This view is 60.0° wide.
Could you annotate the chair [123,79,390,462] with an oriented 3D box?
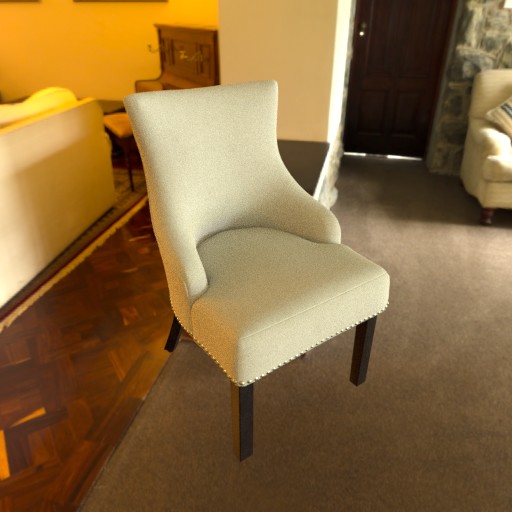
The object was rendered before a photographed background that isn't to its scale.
[{"bbox_3d":[0.000,0.000,1.332,0.566,0.909,0.629,-20,35,-31],"label":"chair"}]
